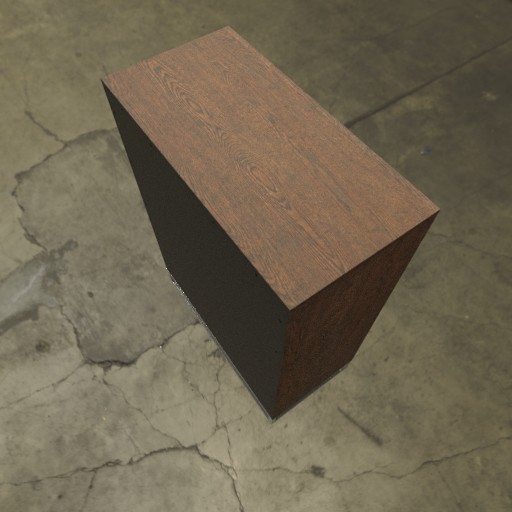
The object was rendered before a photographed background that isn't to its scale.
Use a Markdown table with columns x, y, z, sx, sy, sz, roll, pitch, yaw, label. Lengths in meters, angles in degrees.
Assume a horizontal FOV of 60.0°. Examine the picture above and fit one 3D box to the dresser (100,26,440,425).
| x | y | z | sx | sy | sz | roll | pitch | yaw | label |
| --- | --- | --- | --- | --- | --- | --- | --- | --- | --- |
| 0.000 | 0.000 | 1.815 | 0.508 | 1.321 | 0.965 | -31 | 64 | -17 | dresser |
